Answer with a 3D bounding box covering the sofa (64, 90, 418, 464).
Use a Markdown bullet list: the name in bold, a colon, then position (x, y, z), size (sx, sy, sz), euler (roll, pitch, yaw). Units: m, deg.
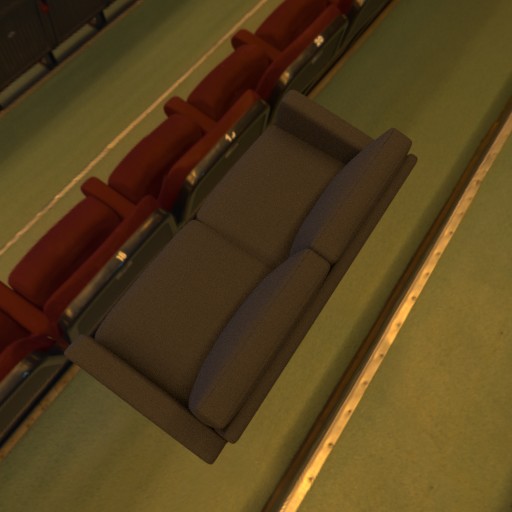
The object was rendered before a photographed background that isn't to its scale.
- **sofa**: position (0.000, 0.000, 2.310), size (0.898, 0.839, 1.852), euler (32, 69, 14)
